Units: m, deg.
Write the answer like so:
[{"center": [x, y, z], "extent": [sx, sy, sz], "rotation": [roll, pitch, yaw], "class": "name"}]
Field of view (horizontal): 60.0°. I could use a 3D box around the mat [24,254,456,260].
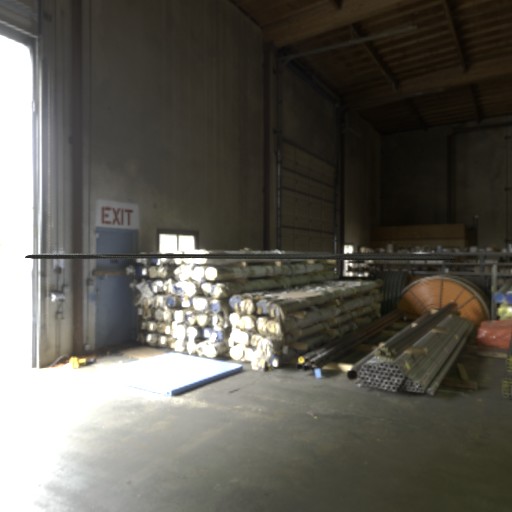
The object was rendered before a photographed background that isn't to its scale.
[{"center": [0.000, 0.000, 1.595], "extent": [1.220, 0.016, 0.917], "rotation": [0, 0, 17], "class": "mat"}]
